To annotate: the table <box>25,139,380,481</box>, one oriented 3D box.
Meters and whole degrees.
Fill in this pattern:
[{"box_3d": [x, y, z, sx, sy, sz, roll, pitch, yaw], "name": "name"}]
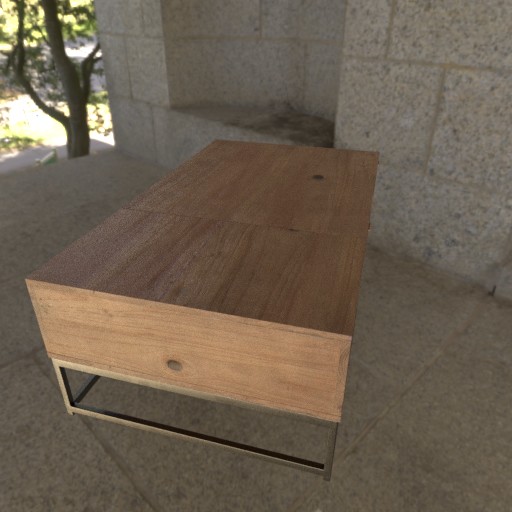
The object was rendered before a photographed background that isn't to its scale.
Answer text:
[{"box_3d": [0.000, 0.000, 1.370, 0.655, 0.395, 1.101, 8, 31, 14], "name": "table"}]
